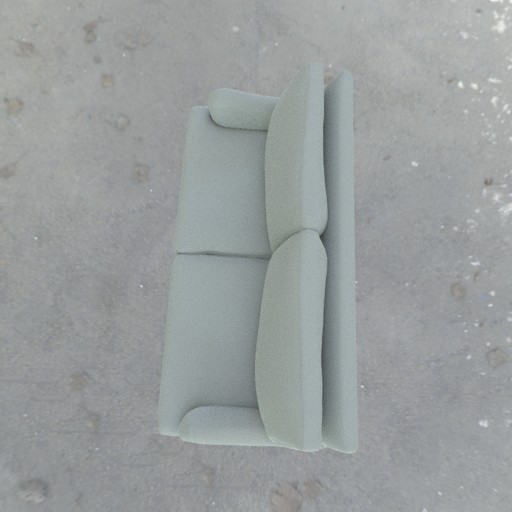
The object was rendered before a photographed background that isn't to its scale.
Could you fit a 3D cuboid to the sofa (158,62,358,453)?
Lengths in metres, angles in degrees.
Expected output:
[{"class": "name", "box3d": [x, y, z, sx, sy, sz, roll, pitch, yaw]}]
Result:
[{"class": "sofa", "box3d": [0.000, 0.000, 2.793, 1.069, 1.096, 2.193, 3, 74, 1]}]
